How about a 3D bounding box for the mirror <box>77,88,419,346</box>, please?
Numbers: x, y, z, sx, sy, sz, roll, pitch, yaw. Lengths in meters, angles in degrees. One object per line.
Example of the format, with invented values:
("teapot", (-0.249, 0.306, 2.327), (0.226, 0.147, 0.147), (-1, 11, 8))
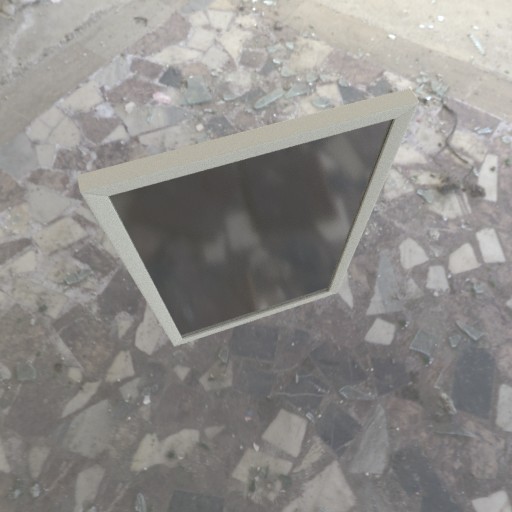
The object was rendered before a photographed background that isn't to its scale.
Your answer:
("mirror", (0.000, 0.000, 1.170), (0.609, 0.914, 0.041), (-17, 64, -8))
